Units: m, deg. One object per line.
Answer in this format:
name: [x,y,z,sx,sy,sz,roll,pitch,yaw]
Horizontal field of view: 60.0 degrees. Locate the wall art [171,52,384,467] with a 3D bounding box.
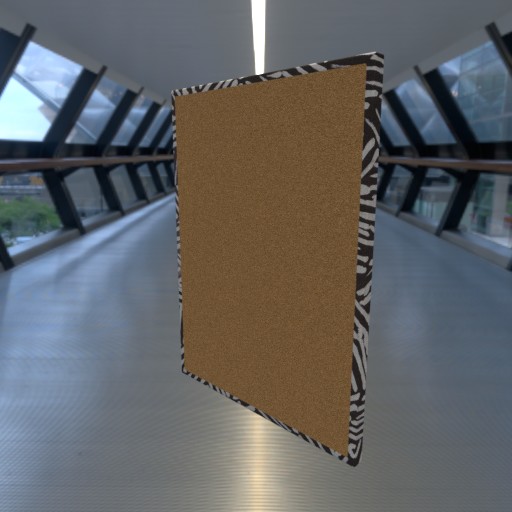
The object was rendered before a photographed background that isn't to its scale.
wall art: [0.000,0.000,1.332,0.765,1.017,0.038,12,17,44]
